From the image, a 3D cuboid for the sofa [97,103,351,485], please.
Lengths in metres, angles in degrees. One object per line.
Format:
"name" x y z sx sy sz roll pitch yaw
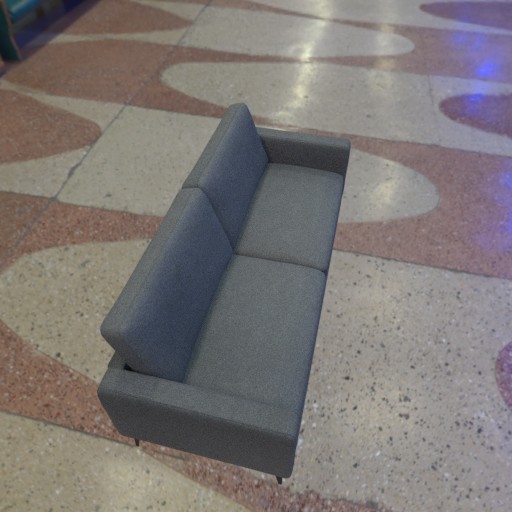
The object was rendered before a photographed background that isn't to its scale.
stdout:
"sofa" 0.000 0.000 2.327 0.774 0.828 1.925 10 48 9
